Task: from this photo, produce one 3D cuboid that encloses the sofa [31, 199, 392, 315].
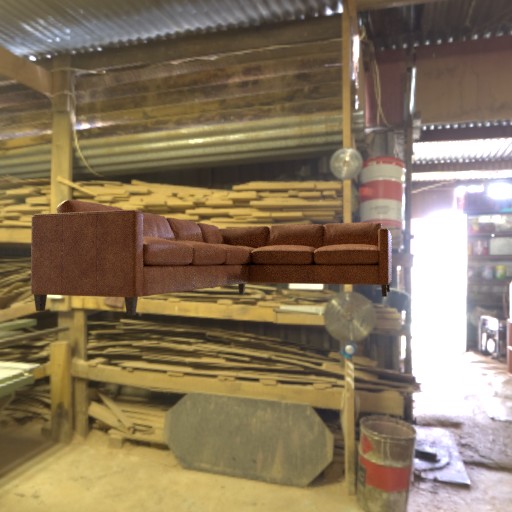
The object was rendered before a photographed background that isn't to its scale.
[{"bbox_3d":[0.000,0.000,4.328,2.438,0.838,3.167,0,-1,19],"label":"sofa"}]
